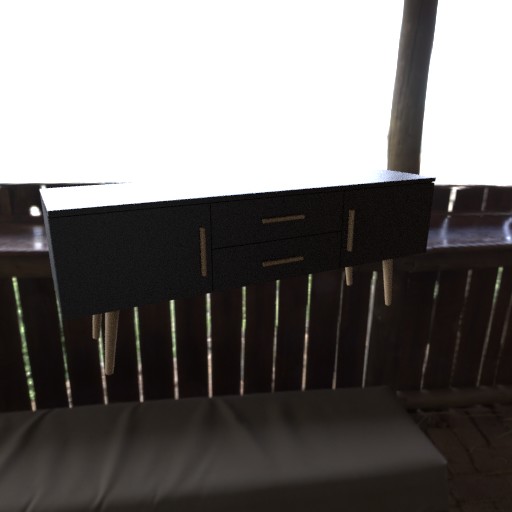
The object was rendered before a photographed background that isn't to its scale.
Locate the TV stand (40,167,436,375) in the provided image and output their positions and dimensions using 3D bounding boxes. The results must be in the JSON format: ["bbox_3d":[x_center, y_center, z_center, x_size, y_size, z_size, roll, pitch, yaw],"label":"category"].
[{"bbox_3d":[0.000,0.000,1.577,1.312,0.518,0.390,-9,20,-26],"label":"TV stand"}]
